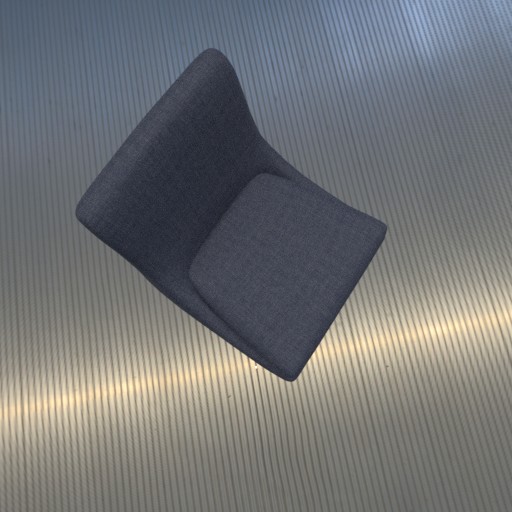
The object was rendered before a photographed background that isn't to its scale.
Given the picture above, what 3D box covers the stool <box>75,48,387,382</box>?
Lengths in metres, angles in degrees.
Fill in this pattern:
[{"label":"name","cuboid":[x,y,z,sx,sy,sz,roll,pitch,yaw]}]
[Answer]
[{"label":"stool","cuboid":[0.000,0.000,1.201,0.524,0.895,0.467,33,78,8]}]
